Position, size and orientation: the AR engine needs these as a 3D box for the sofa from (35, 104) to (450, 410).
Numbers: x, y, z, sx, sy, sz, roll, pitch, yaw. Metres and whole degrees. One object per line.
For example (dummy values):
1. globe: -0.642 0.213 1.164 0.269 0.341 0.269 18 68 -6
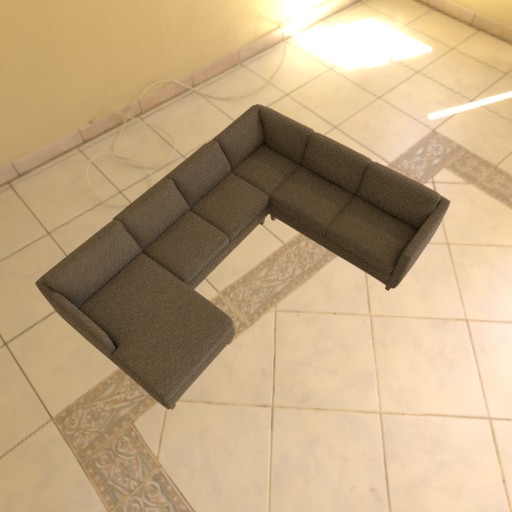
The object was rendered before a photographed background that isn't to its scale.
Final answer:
1. sofa: 0.000 0.000 4.429 2.551 0.853 3.238 33 62 20
